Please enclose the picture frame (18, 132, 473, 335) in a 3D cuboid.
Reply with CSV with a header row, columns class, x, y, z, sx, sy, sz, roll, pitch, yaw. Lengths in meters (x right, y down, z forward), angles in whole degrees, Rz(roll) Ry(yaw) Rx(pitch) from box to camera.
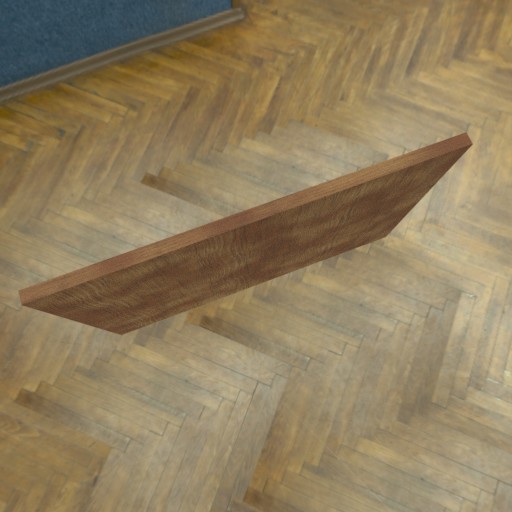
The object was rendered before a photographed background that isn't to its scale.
class,x,y,z,sx,sy,sz,roll,pitch,yaw
picture frame,0.000,0.000,1.186,0.950,0.640,0.029,-20,76,-5
